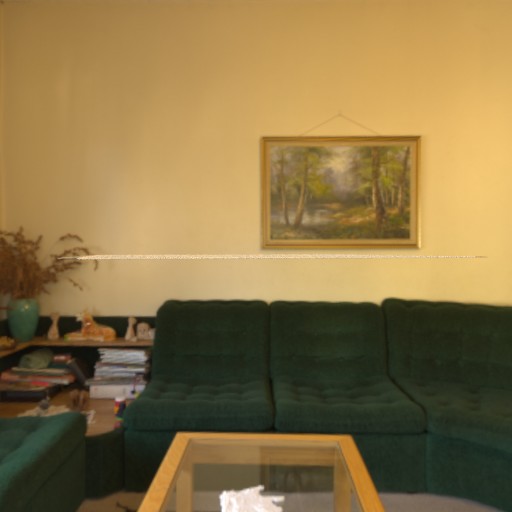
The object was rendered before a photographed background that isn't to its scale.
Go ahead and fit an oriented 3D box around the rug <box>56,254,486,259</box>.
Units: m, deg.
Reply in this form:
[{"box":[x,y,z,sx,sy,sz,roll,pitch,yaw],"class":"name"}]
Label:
[{"box":[0.000,0.000,4.383,3.327,0.010,2.464,0,1,-16],"class":"rug"}]
